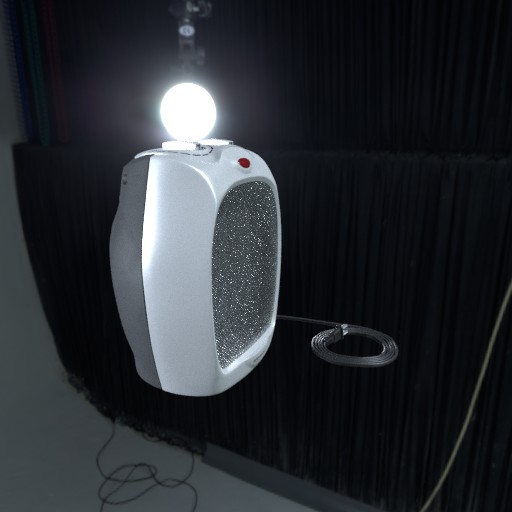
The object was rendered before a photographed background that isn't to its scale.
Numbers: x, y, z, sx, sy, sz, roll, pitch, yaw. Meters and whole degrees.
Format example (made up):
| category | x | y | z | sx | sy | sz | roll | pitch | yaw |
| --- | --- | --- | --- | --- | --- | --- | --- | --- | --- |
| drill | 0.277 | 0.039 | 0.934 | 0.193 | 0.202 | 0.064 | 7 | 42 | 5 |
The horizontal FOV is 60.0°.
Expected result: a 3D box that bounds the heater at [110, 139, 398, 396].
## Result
| category | x | y | z | sx | sy | sz | roll | pitch | yaw |
| --- | --- | --- | --- | --- | --- | --- | --- | --- | --- |
| heater | 0.000 | 0.000 | 0.473 | 0.291 | 0.240 | 0.239 | 8 | 18 | 25 |
